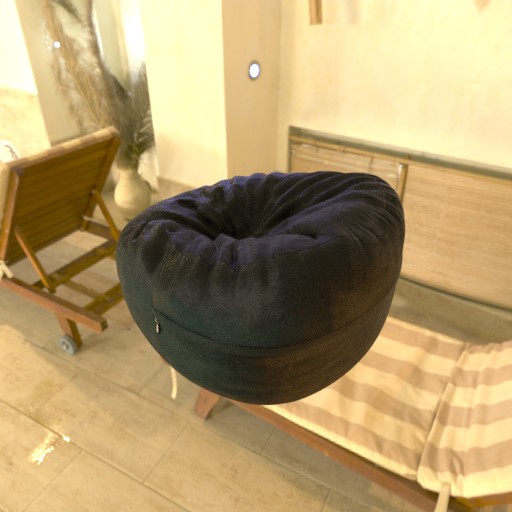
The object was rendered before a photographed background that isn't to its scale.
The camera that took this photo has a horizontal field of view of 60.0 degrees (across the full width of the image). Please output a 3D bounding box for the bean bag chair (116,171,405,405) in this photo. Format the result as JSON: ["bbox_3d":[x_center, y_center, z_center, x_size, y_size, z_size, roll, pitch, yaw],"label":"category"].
[{"bbox_3d":[0.000,0.000,2.457,1.524,0.878,1.524,20,37,28],"label":"bean bag chair"}]
